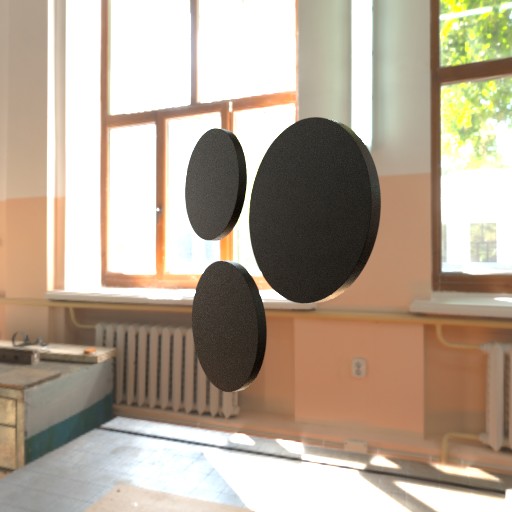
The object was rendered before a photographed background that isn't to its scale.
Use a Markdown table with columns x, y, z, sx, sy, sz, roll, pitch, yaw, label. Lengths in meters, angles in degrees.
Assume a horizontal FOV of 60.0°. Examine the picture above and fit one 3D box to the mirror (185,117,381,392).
| x | y | z | sx | sy | sz | roll | pitch | yaw | label |
| --- | --- | --- | --- | --- | --- | --- | --- | --- | --- |
| 0.000 | 0.000 | 3.150 | 0.076 | 2.096 | 2.160 | 0 | -1 | -35 | mirror |
